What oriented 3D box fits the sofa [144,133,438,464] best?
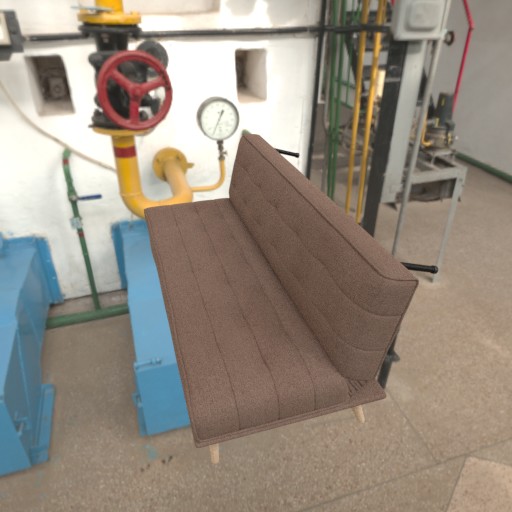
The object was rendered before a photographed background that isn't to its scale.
[{"bbox_3d":[0.000,0.000,2.357,1.038,0.810,1.820,-9,32,-15],"label":"sofa"}]
